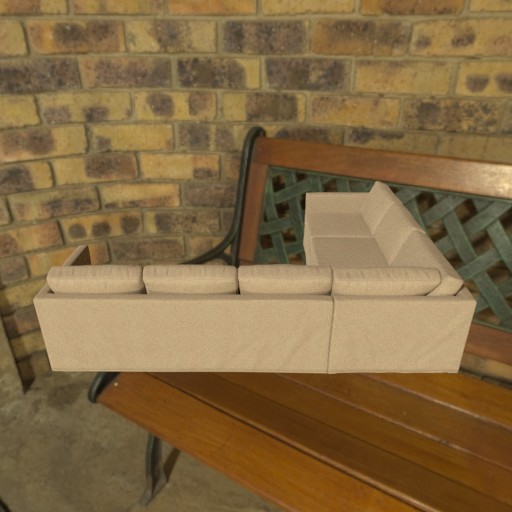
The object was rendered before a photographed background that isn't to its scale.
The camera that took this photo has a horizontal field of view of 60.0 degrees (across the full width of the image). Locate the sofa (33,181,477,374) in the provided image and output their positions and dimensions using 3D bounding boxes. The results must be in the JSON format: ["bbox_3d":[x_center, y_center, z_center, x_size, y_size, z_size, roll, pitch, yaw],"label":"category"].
[{"bbox_3d":[0.000,0.000,4.333,3.182,0.871,2.432,0,27,1],"label":"sofa"}]
